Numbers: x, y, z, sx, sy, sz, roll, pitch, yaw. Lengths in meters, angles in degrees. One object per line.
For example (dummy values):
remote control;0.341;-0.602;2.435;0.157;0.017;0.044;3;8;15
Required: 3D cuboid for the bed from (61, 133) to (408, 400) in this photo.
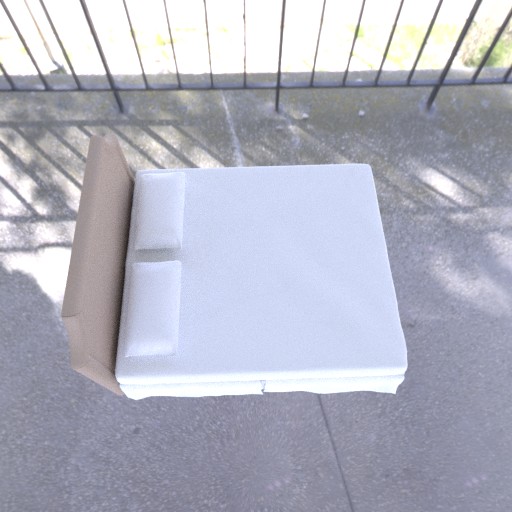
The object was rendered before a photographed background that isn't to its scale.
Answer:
bed;0.000;0.000;4.148;2.773;1.590;2.350;-2;64;-1
